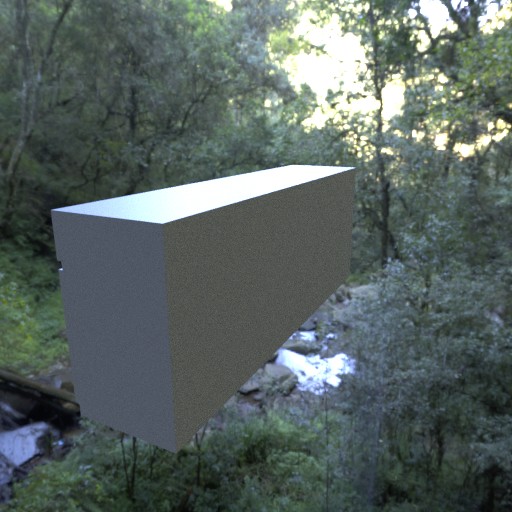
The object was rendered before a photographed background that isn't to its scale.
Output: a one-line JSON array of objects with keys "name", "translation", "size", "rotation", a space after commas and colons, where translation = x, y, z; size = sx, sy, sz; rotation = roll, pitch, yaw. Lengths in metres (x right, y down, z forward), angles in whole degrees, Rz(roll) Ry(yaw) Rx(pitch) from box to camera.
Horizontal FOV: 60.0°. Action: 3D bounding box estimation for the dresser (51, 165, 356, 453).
[{"name": "dresser", "translation": [0.000, 0.000, 2.517], "size": [0.500, 0.840, 2.200], "rotation": [8, 18, 26]}]
